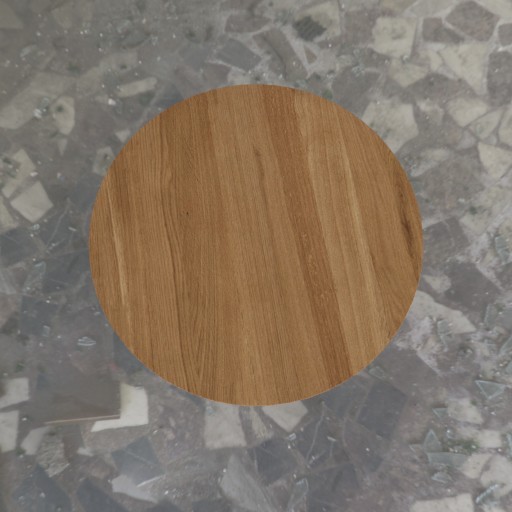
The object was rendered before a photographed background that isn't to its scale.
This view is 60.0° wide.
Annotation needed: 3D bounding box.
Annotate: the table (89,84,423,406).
[{"bbox_3d":[0.000,0.000,1.703,1.038,0.666,1.038,0,76,0],"label":"table"}]
